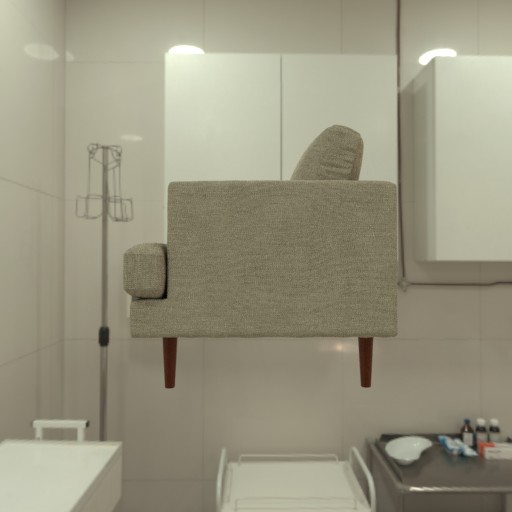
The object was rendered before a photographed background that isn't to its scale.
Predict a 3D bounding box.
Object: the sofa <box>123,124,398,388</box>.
[{"bbox_3d":[0.000,0.000,2.199,0.903,0.944,1.582,0,-1,-1],"label":"sofa"}]
